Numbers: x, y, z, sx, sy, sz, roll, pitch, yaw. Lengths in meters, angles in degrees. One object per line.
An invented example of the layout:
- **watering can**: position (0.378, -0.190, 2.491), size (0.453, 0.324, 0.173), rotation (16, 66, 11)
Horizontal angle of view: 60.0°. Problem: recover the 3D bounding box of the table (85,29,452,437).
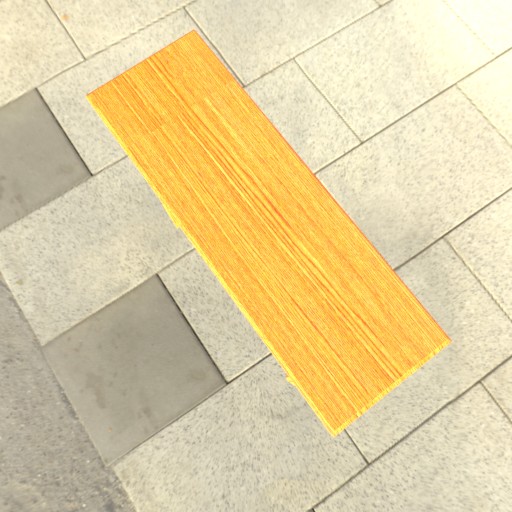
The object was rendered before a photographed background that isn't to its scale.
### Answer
- **table**: position (0.000, 0.000, 1.134), size (0.254, 0.711, 0.762), rotation (-36, 79, -8)
